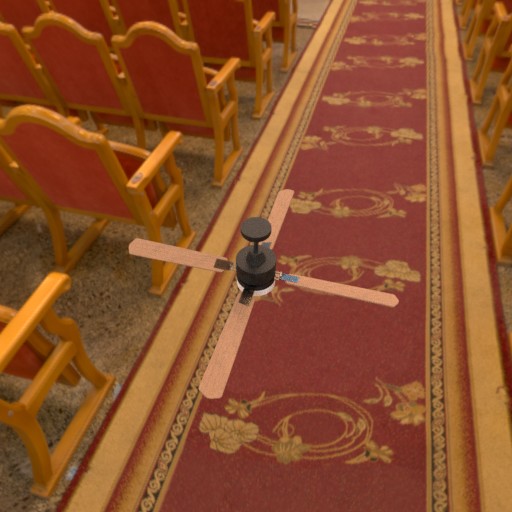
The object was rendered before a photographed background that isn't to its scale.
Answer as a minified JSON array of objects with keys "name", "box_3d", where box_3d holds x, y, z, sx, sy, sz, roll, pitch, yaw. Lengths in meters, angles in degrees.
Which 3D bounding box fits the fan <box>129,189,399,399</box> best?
[{"name":"fan","box_3d":[0.000,0.000,2.021,1.320,0.355,1.320,11,47,11]}]
